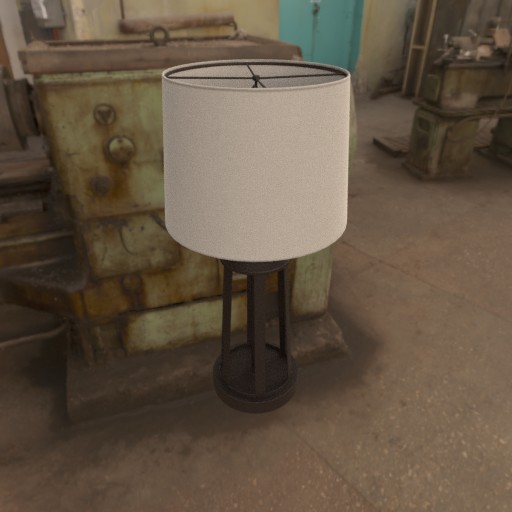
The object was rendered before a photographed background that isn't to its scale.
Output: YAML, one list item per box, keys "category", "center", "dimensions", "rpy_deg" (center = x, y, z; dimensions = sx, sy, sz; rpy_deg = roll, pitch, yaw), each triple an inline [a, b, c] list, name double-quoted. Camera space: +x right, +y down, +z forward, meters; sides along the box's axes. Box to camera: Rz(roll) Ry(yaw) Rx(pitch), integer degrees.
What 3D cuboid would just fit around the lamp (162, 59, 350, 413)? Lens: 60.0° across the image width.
- category: "lamp"
  center: [0.000, 0.000, 0.655]
  dimensions: [0.251, 0.509, 0.251]
  rpy_deg: [0, 31, 0]
